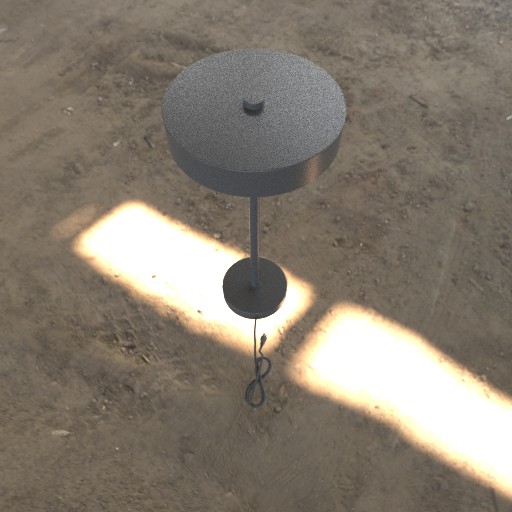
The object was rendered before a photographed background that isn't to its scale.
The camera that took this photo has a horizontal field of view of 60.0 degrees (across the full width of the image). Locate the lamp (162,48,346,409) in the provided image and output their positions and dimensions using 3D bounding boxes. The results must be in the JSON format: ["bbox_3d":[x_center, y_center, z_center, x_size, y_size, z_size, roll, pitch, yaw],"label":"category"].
[{"bbox_3d":[0.000,0.000,0.721,0.229,0.508,0.369,-2,58,-1],"label":"lamp"}]
